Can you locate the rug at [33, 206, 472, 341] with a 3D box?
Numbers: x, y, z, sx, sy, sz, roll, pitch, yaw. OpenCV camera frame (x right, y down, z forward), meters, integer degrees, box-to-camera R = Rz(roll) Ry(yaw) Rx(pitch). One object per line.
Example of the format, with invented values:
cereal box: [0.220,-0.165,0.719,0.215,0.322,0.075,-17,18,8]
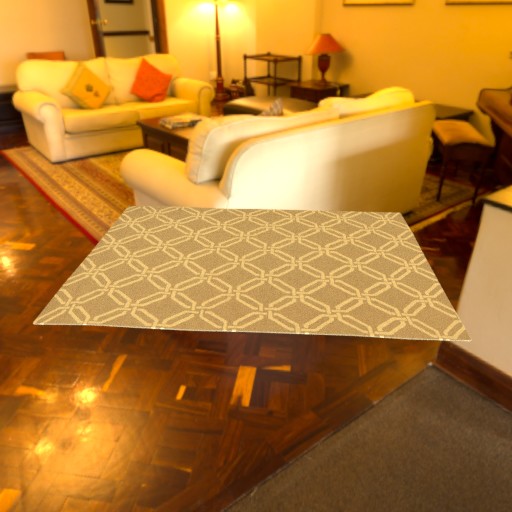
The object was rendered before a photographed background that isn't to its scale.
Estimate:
rug: [0.000,0.000,2.796,2.135,0.013,1.524,2,29,3]
